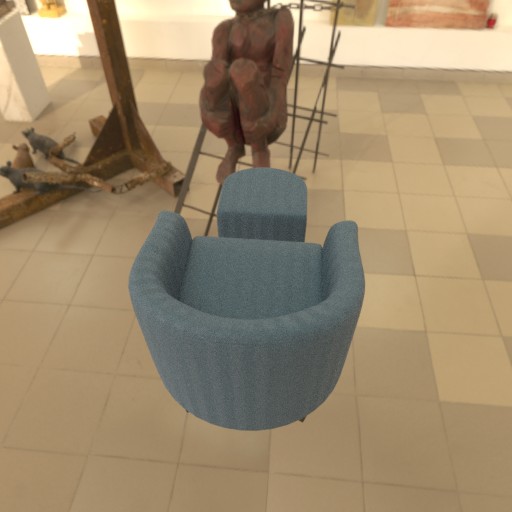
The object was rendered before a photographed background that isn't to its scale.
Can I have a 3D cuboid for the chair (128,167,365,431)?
[{"bbox_3d":[0.000,0.000,1.796,0.756,0.757,1.288,4,47,3],"label":"chair"}]
